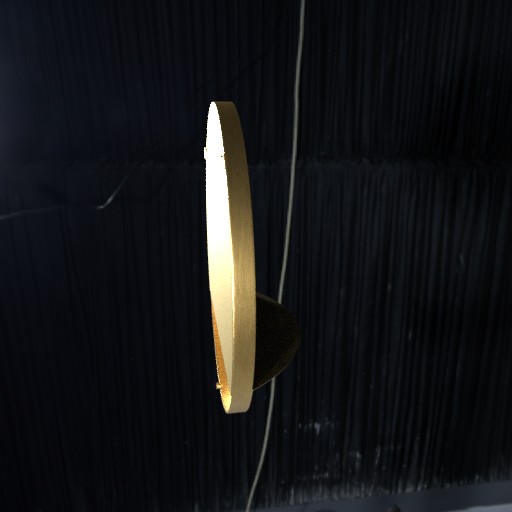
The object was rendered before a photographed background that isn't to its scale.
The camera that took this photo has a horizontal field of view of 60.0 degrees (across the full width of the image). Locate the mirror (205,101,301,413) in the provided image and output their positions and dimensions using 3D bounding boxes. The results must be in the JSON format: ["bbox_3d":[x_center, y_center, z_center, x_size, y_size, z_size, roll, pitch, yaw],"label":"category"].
[{"bbox_3d":[0.000,0.000,0.697,0.133,0.457,0.457,-3,16,-9],"label":"mirror"}]
